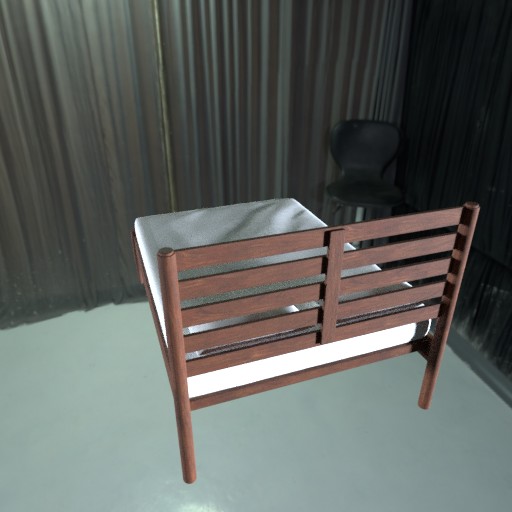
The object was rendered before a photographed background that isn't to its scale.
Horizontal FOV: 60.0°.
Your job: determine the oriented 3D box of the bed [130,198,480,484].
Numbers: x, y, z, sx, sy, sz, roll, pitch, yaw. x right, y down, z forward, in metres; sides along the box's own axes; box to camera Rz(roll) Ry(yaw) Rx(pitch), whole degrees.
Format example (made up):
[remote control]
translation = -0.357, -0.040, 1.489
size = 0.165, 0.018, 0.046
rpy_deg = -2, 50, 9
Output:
[bed]
translation = 0.000, 0.000, 3.018
size = 1.509, 1.304, 2.093
rpy_deg = -9, 29, -17
